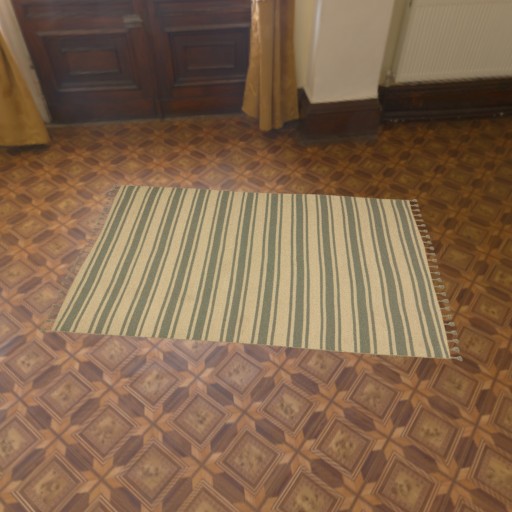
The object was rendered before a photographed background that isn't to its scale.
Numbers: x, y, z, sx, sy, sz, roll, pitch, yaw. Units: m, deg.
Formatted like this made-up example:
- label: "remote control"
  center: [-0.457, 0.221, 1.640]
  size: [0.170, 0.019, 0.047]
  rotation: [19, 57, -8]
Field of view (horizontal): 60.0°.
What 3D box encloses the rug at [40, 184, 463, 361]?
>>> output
- label: "rug"
  center: [0.000, 0.000, 2.574]
  size: [2.084, 0.009, 1.222]
  rotation: [3, 46, 3]
